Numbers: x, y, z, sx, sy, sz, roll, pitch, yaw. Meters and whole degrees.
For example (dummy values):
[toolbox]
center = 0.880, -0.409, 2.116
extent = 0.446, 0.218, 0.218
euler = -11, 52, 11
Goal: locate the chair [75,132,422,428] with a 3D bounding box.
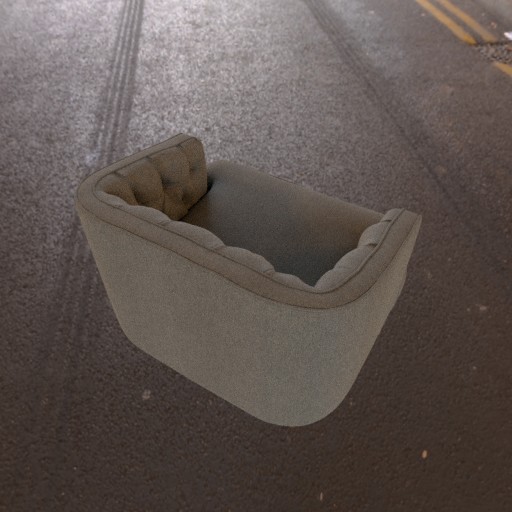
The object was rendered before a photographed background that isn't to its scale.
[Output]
[chair]
center = 0.000, 0.000, 1.794
extent = 1.094, 0.852, 0.945
euler = 24, 50, 21
